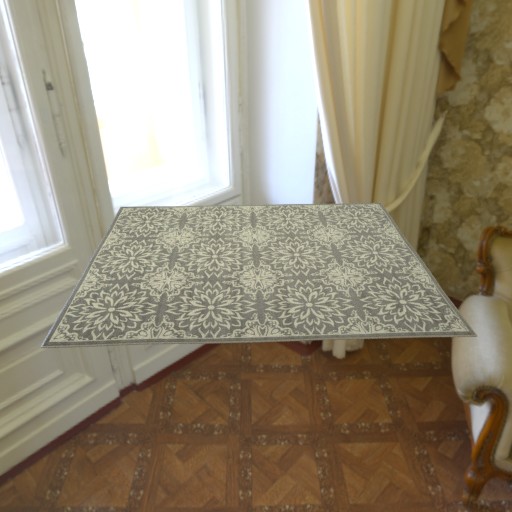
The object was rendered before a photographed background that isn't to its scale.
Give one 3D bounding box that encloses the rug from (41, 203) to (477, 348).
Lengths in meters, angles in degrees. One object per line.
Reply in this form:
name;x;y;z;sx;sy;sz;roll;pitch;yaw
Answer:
rug;0.000;0.000;4.041;2.980;0.012;2.363;-1;30;-2
